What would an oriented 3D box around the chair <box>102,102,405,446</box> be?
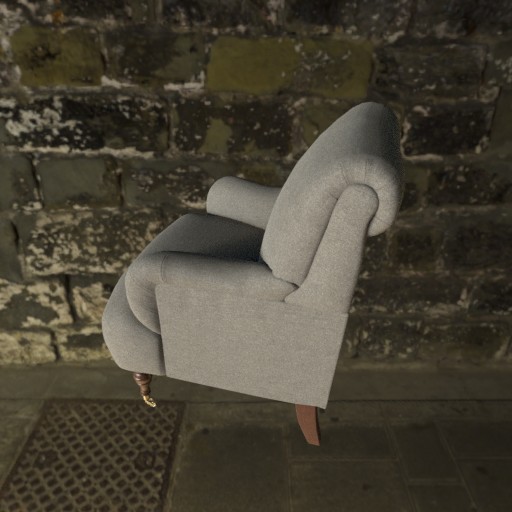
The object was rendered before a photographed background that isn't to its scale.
[{"bbox_3d":[0.000,0.000,1.514,0.843,0.942,0.766,7,30,13],"label":"chair"}]
